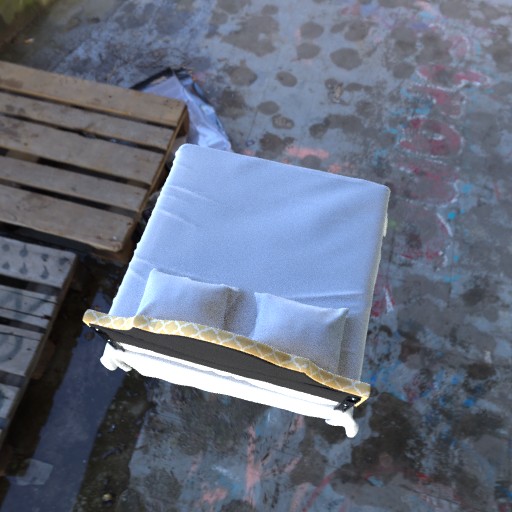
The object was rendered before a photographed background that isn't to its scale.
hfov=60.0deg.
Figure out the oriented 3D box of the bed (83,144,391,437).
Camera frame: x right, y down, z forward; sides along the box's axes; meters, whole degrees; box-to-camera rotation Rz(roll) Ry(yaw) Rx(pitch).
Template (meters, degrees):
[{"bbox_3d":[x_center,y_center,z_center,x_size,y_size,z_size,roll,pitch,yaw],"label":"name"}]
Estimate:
[{"bbox_3d":[0.000,0.000,3.697,2.314,1.601,2.222,14,65,7],"label":"bed"}]
